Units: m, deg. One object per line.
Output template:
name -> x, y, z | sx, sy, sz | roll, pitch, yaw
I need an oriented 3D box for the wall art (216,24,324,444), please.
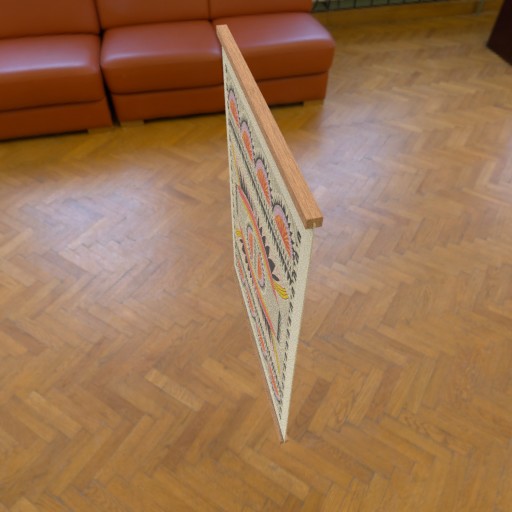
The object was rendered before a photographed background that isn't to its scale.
wall art -> 0.000, 0.000, 1.313 | 0.028, 1.016, 0.765 | -11, 50, -9
